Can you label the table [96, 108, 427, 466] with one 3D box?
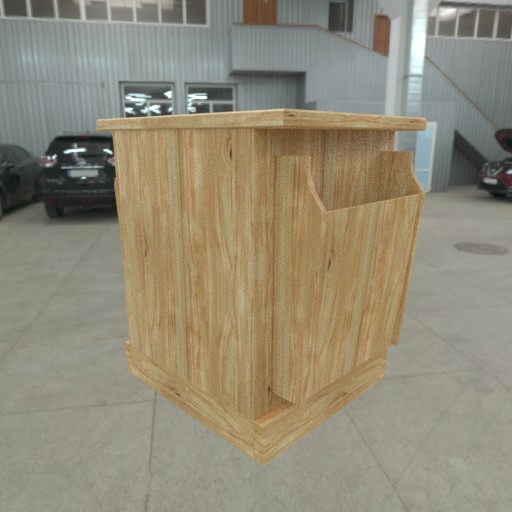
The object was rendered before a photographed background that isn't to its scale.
[{"bbox_3d":[0.000,0.000,0.870,0.530,0.515,0.380,14,21,43],"label":"table"}]
